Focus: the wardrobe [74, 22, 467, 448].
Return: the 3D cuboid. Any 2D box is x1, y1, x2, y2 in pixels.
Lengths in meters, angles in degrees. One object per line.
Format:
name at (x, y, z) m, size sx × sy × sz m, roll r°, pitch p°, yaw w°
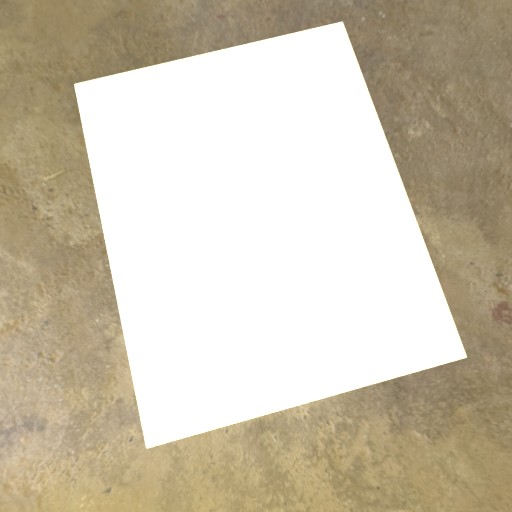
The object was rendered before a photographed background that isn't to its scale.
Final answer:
wardrobe at (0.000, 0.000, 0.838) m, size 0.400 × 0.520 × 0.500 m, roll -15°, pitch 77°, yaw -3°
